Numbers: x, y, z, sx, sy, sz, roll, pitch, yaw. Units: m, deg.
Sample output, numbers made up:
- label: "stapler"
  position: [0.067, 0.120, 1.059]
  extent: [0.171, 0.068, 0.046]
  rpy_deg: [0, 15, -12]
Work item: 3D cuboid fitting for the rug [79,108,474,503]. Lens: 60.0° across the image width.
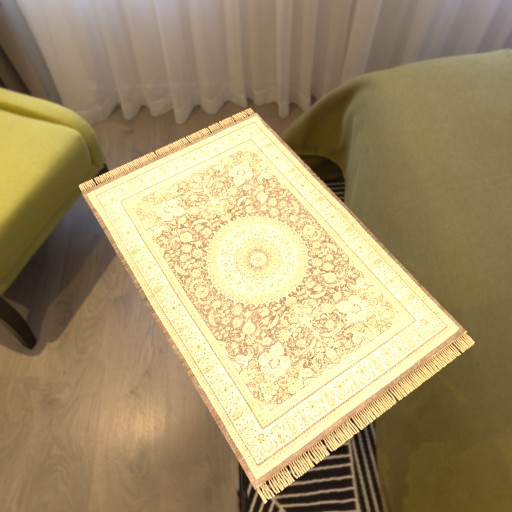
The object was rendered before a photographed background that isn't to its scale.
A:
- label: "rug"
  position: [0.000, 0.000, 4.116]
  extent: [2.143, 0.015, 3.422]
  rpy_deg: [-30, 63, -17]
